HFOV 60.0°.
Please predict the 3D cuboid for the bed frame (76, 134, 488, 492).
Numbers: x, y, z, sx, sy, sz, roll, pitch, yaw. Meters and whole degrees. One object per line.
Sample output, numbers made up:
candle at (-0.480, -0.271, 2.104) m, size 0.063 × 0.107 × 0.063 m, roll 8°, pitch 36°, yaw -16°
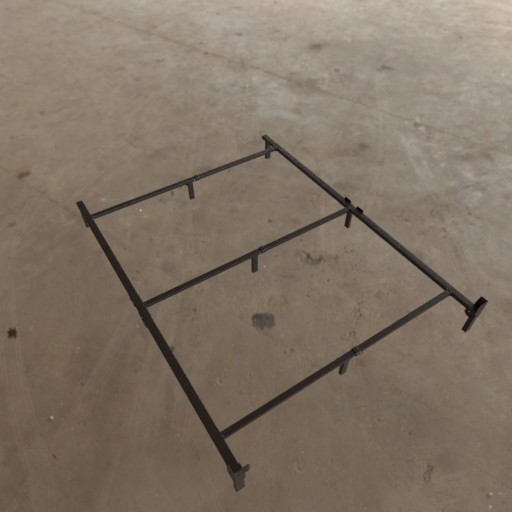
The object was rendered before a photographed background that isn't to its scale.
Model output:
bed frame at (0.000, 0.000, 2.609) m, size 1.498 × 0.248 × 1.990 m, roll -25°, pitch 52°, yaw -22°
